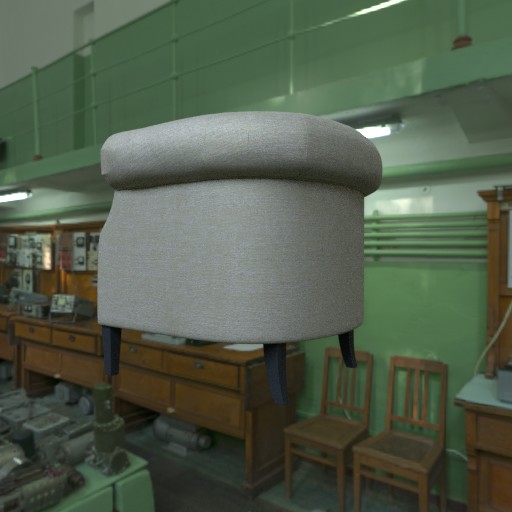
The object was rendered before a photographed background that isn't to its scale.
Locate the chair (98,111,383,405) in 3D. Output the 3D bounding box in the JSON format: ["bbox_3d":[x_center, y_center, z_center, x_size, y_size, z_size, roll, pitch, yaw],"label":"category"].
[{"bbox_3d":[0.000,0.000,1.606,0.852,0.827,0.905,0,1,36],"label":"chair"}]
